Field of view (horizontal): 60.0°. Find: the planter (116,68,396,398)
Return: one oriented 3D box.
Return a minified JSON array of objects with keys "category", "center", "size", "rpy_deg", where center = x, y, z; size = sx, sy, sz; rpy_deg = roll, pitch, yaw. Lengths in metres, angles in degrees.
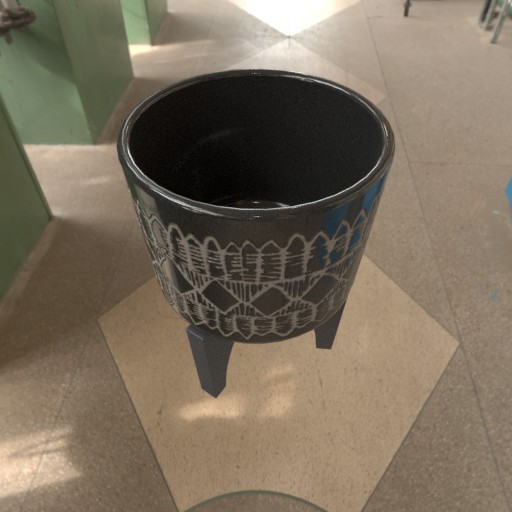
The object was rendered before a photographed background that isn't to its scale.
[{"category":"planter","center":[0.000,0.000,0.272],"size":[0.129,0.177,0.129],"rpy_deg":[0,46,0]}]
